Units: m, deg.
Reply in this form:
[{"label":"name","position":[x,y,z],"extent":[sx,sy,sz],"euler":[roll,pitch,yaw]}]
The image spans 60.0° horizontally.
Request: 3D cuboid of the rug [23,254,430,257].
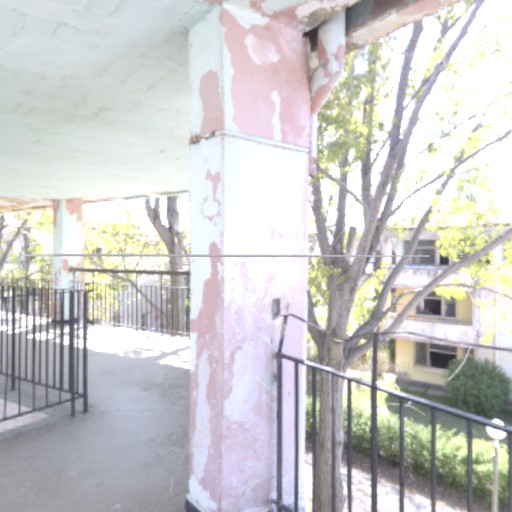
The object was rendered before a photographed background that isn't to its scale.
[{"label":"rug","position":[0.000,0.000,2.708],"extent":[2.442,0.016,0.770],"euler":[0,0,-35]}]
